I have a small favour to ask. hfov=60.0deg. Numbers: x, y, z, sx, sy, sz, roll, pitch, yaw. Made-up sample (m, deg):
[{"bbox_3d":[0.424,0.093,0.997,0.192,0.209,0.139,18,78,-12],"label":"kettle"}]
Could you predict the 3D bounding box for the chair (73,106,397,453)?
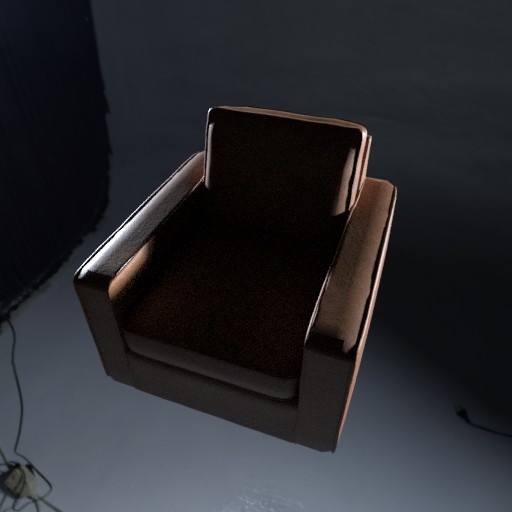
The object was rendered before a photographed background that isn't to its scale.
[{"bbox_3d":[0.000,0.000,1.753,0.987,0.901,1.027,11,41,13],"label":"chair"}]
